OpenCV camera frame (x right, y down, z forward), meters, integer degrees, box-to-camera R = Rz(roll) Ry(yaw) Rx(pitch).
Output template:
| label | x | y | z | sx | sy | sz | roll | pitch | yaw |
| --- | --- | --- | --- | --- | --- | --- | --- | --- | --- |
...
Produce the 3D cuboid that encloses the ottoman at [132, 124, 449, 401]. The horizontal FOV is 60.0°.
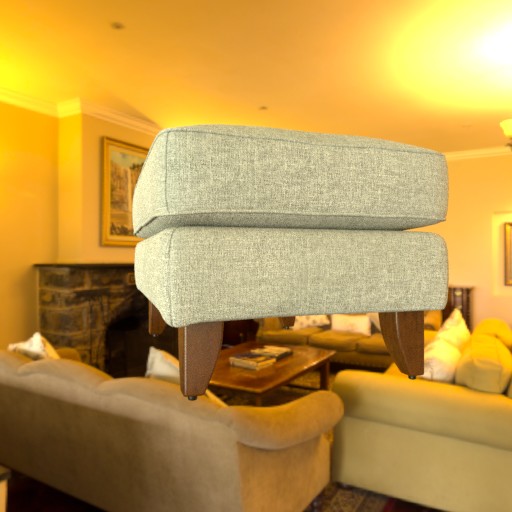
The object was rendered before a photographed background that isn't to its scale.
| label | x | y | z | sx | sy | sz | roll | pitch | yaw |
| --- | --- | --- | --- | --- | --- | --- | --- | --- | --- |
| ottoman | 0.000 | 0.000 | 1.283 | 0.661 | 0.561 | 0.889 | 0 | 0 | -18 |
